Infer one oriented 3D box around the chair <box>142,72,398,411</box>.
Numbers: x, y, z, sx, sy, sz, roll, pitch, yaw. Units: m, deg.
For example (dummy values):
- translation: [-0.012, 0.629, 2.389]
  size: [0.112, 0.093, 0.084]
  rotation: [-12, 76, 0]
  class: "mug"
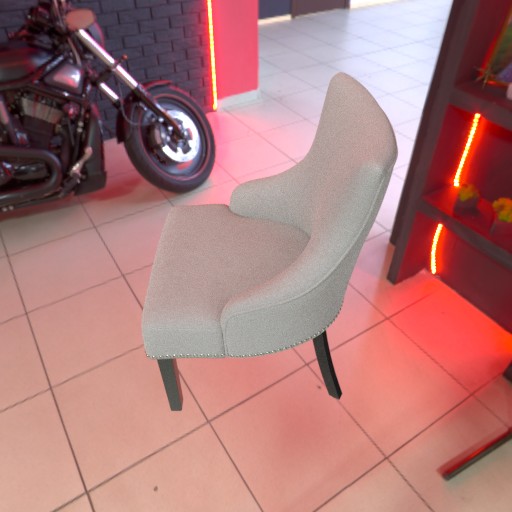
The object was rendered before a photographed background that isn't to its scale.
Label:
- translation: [0.000, 0.000, 1.324]
  size: [0.629, 0.909, 0.566]
  rotation: [0, 42, 0]
  class: "chair"
